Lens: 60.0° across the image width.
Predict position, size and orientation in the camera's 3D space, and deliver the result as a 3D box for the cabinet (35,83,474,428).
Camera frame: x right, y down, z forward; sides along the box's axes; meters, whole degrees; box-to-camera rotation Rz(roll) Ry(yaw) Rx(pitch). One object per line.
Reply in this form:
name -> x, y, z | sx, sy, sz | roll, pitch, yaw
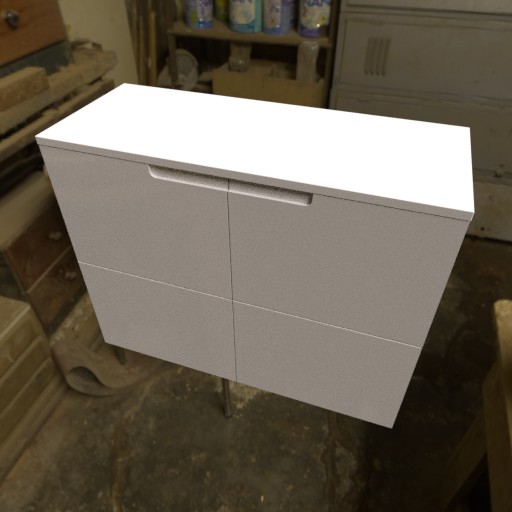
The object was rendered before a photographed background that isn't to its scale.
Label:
cabinet -> 0.000, 0.000, 1.353 | 1.000, 0.800, 0.400 | 13, 41, 15
